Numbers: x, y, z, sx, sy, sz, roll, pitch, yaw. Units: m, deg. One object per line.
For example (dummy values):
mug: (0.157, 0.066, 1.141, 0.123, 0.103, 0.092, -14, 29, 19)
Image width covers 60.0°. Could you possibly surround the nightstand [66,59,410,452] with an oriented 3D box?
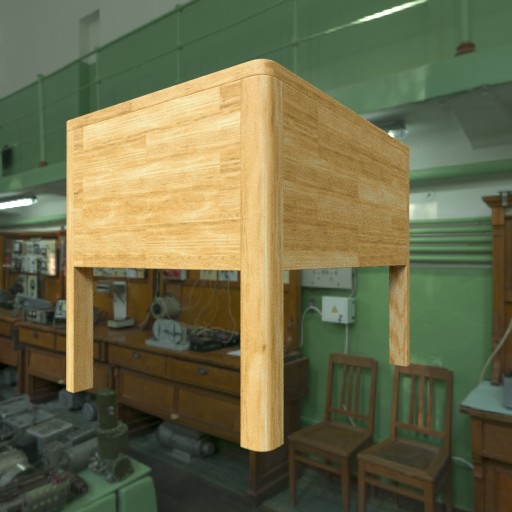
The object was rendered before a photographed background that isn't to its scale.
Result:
nightstand: (0.000, 0.000, 0.877, 0.440, 0.470, 0.560, 0, 0, 36)
